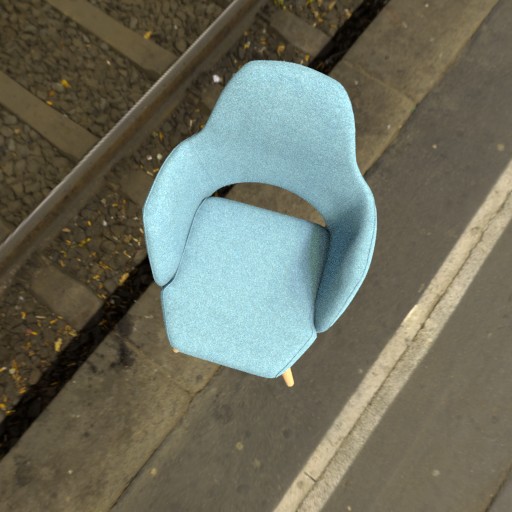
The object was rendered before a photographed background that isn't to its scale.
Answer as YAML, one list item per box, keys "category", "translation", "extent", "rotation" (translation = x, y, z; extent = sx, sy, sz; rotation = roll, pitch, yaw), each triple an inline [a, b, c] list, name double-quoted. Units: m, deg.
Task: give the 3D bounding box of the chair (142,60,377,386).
- category: "chair"
  translation: [0.000, 0.000, 1.326]
  extent: [0.589, 0.920, 0.666]
  rotation: [16, 75, 4]
